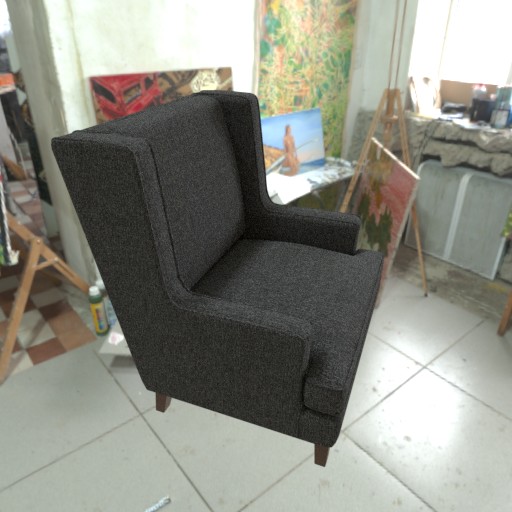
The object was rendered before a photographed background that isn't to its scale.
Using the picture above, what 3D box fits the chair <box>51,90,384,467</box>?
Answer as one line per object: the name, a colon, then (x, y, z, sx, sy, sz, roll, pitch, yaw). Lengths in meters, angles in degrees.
chair: (0.000, 0.000, 1.757, 0.927, 1.082, 0.942, 11, 31, 19)
